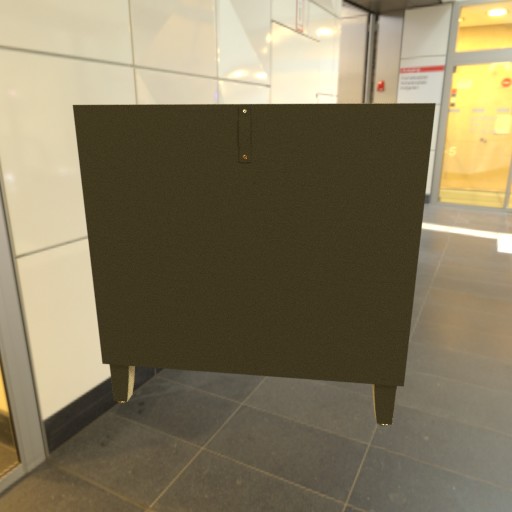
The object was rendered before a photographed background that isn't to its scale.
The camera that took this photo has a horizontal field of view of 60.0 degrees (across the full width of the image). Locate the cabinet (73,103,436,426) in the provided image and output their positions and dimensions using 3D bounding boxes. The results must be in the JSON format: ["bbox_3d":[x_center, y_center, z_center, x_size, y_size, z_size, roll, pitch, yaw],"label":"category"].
[{"bbox_3d":[0.000,0.000,1.230,0.781,0.787,0.370,2,17,7],"label":"cabinet"}]
